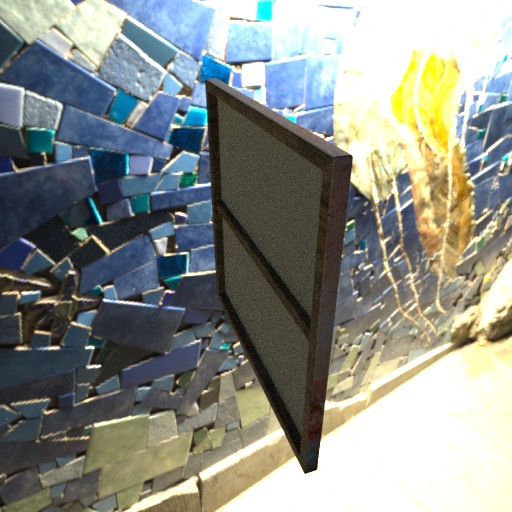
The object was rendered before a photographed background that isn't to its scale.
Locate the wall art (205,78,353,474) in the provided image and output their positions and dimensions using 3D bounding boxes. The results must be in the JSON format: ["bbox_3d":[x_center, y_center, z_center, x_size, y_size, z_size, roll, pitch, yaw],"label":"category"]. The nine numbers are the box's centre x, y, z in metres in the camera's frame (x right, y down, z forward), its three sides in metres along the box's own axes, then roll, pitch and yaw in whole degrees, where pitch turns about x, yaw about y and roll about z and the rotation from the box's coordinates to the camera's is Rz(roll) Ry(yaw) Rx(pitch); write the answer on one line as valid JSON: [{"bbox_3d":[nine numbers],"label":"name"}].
[{"bbox_3d":[0.000,0.000,1.134,0.035,0.747,0.747,-10,32,-17],"label":"wall art"}]
